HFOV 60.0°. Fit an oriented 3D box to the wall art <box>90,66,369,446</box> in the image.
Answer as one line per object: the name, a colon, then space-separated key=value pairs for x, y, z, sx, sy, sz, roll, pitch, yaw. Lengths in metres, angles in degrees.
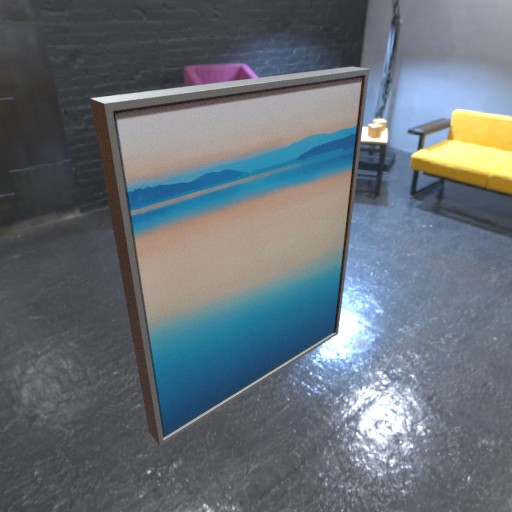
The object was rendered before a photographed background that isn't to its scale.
wall art: x=0.000 y=0.000 z=0.746 sx=0.453 sy=0.554 sz=0.037 roll=-22 pitch=37 yaw=-34
